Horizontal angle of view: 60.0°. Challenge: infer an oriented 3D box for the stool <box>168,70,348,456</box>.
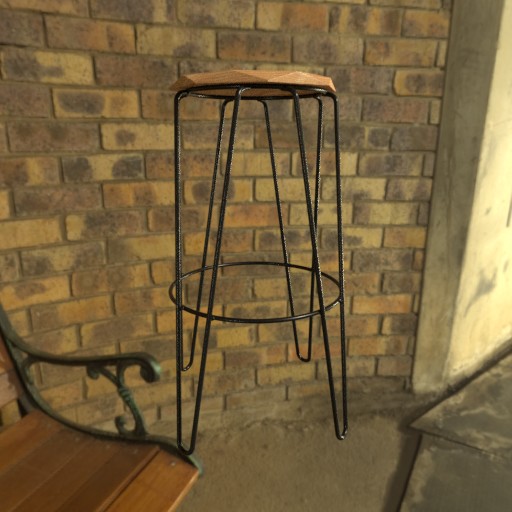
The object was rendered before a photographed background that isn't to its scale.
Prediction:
[{"bbox_3d":[0.000,0.000,0.822,0.326,0.610,0.326,-2,16,-8],"label":"stool"}]
